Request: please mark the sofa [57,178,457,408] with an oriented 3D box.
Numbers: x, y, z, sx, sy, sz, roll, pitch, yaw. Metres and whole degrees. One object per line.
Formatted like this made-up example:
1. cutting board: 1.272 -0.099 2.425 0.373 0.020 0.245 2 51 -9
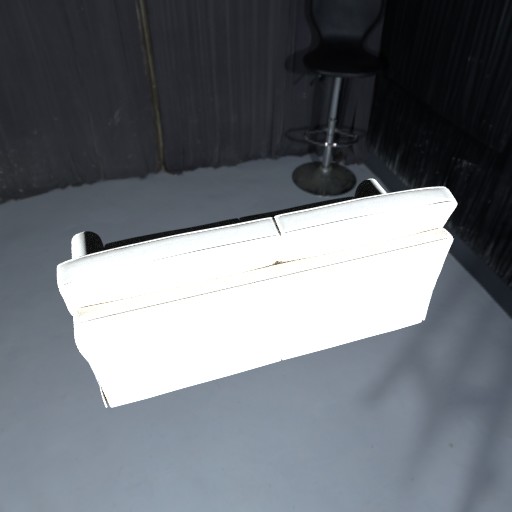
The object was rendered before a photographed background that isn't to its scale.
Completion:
1. sofa: 0.000 0.000 2.564 2.021 0.937 0.862 -12 43 -13
